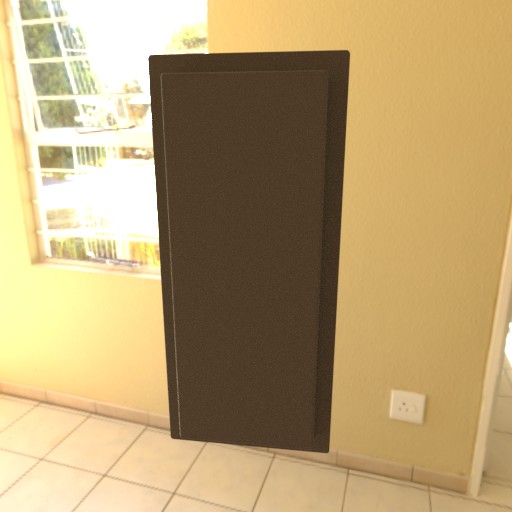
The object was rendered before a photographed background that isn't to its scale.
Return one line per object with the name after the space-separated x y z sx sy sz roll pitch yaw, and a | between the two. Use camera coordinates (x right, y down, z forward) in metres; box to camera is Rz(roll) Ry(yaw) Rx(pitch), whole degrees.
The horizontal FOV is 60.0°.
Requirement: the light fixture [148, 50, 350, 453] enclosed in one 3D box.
0.000 0.000 0.431 0.153 0.347 0.146 2 16 8 | light fixture
